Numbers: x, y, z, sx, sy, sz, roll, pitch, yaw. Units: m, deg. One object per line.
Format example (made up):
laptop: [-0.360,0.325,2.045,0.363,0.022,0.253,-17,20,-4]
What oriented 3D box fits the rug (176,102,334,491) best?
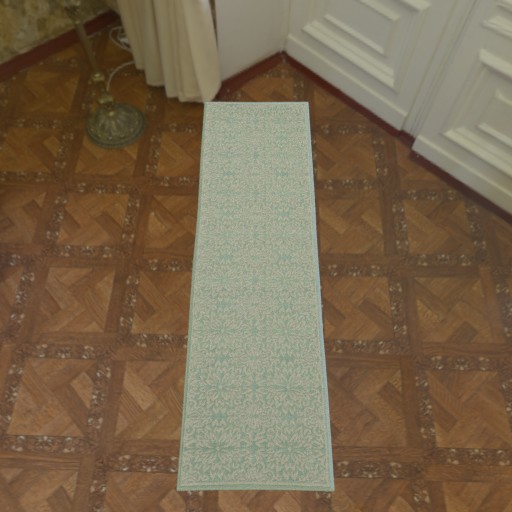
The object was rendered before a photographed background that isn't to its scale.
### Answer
rug: [0.000,0.000,2.342,0.662,0.011,2.196,0,64,0]
